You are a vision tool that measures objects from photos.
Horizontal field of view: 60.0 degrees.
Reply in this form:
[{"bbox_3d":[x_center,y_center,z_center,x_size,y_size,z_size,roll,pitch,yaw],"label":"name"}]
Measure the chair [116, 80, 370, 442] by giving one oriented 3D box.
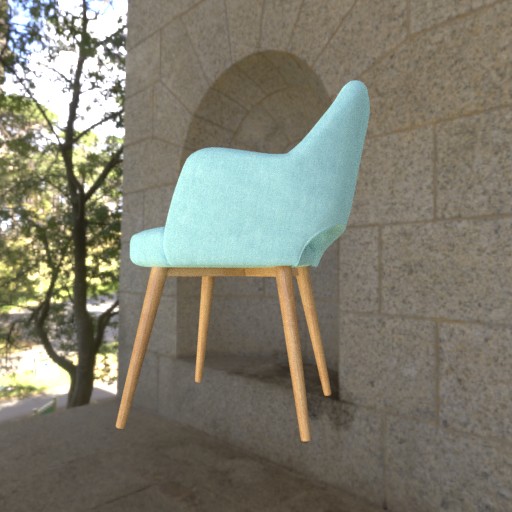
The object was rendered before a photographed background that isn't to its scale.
[{"bbox_3d":[0.000,0.000,1.219,0.610,0.840,0.590,-1,-2,16],"label":"chair"}]
